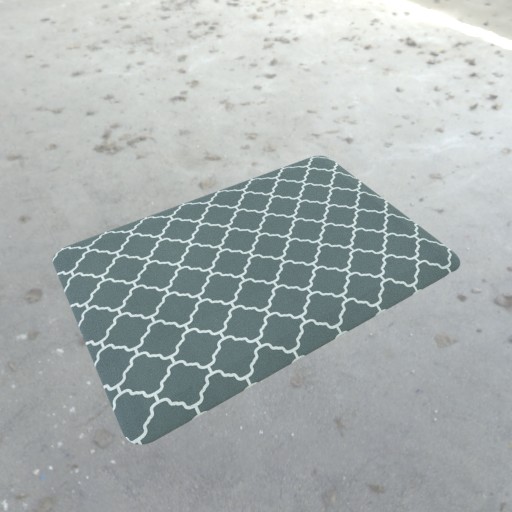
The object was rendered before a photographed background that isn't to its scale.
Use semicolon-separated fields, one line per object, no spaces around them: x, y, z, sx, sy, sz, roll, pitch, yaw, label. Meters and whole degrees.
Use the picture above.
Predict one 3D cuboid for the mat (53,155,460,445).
0.000;0.000;0.962;0.762;0.021;0.508;-24;50;-22;mat
